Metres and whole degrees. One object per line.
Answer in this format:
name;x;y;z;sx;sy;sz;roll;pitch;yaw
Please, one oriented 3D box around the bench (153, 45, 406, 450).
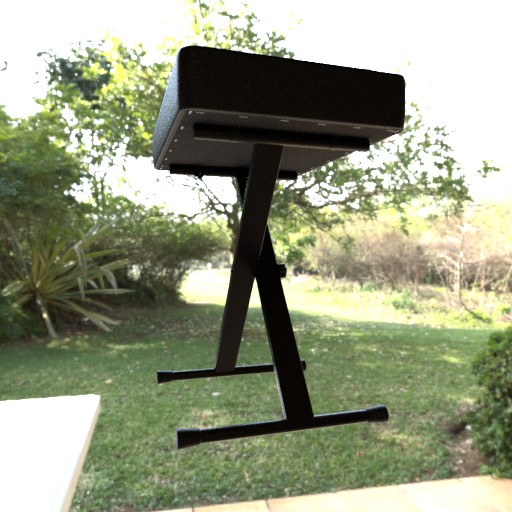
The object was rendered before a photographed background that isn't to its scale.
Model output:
bench;0.000;0.000;0.767;0.321;0.500;0.424;0;0;-17
